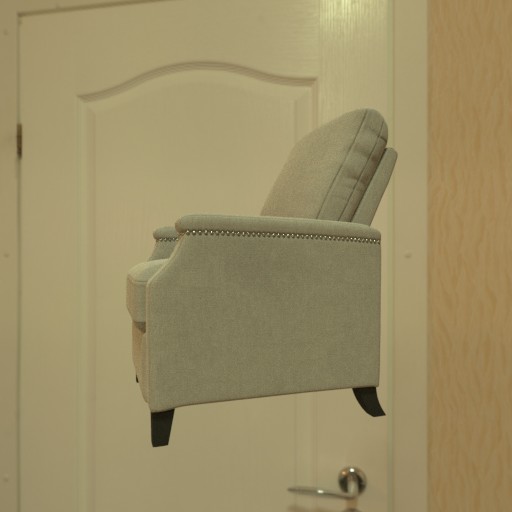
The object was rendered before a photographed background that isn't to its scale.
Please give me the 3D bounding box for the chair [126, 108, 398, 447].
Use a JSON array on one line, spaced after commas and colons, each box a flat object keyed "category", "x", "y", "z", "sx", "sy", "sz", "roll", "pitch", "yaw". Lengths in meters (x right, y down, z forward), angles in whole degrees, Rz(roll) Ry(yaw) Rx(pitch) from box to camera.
[{"category": "chair", "x": 0.000, "y": 0.000, "z": 1.669, "sx": 0.922, "sy": 1.049, "sz": 0.710, "roll": 0, "pitch": 0, "yaw": -19}]
